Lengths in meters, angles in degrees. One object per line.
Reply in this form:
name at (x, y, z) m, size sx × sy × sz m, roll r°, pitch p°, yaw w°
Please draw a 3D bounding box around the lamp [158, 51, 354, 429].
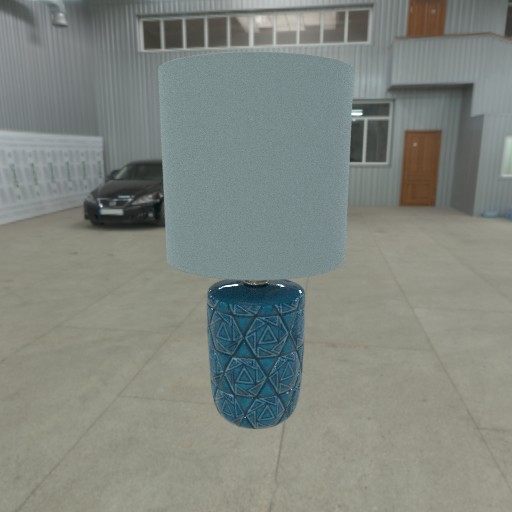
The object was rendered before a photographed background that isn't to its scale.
lamp at (0.000, 0.000, 0.488) m, size 0.193 × 0.377 × 0.193 m, roll -6°, pitch 14°, yaw -26°
